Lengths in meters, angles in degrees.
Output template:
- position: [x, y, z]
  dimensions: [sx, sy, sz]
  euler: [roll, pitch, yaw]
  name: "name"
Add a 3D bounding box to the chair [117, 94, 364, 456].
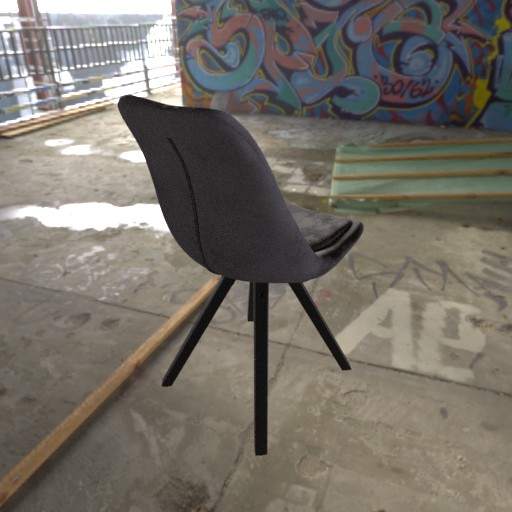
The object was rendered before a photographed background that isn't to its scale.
- position: [0.000, 0.000, 1.177]
  dimensions: [0.476, 0.850, 0.550]
  euler: [22, 36, 34]
  name: "chair"
